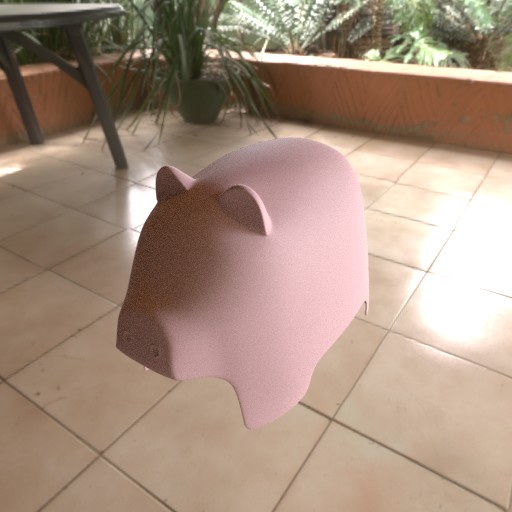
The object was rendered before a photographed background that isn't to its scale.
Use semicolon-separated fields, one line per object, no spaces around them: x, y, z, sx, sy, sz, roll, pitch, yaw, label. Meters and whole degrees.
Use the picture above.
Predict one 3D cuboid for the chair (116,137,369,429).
0.000;0.000;0.862;0.364;0.423;0.619;19;36;28;chair
